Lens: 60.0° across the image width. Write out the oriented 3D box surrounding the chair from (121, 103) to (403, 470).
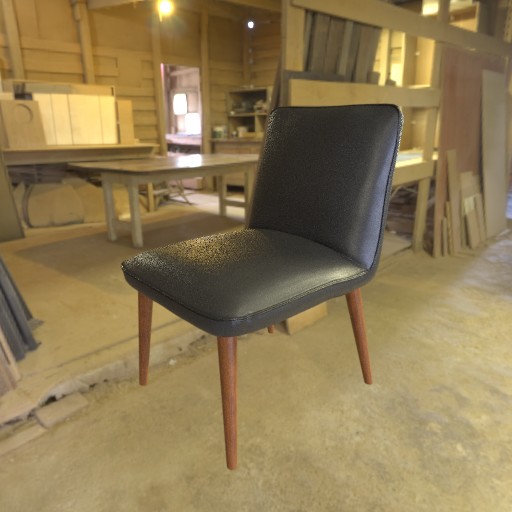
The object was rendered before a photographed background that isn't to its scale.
[{"bbox_3d":[0.000,0.000,1.223,0.645,0.801,0.543,-16,23,-43],"label":"chair"}]
